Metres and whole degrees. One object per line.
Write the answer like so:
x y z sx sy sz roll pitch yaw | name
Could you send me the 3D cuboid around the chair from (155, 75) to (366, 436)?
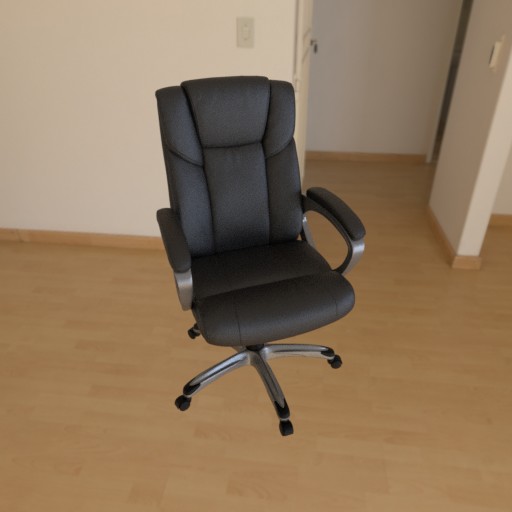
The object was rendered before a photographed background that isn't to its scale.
0.000 0.000 1.601 0.721 1.130 0.719 -10 32 -16 | chair
